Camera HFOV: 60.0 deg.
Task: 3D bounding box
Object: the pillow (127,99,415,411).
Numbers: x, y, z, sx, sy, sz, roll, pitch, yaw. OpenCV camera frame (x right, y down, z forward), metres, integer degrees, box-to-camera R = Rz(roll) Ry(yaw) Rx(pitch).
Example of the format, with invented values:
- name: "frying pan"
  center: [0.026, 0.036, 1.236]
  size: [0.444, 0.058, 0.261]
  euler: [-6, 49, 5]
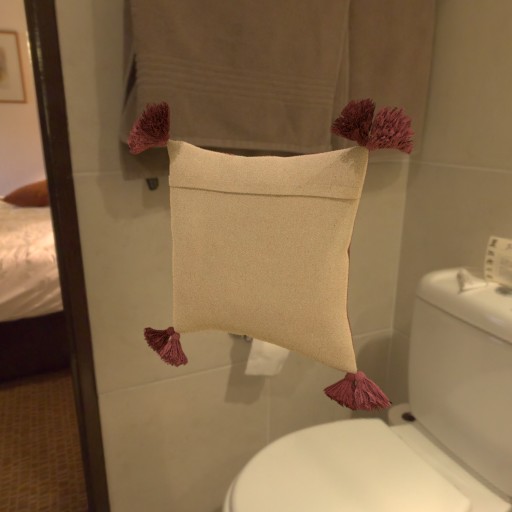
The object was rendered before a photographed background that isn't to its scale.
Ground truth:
- name: "pillow"
  center: [0.000, 0.000, 0.982]
  size: [0.641, 0.659, 0.138]
  euler: [9, 19, 27]
